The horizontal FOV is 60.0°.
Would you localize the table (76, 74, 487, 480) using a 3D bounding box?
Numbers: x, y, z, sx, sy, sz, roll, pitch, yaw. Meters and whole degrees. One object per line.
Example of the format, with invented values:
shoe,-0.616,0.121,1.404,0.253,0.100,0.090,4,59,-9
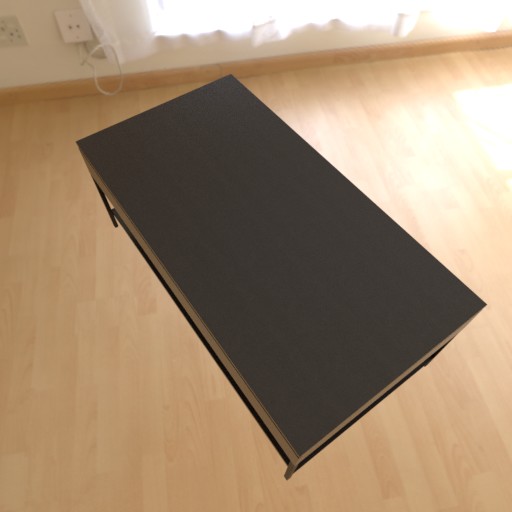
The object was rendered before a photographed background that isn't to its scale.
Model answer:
table,0.000,0.000,1.390,0.574,0.435,1.095,-31,63,-18
